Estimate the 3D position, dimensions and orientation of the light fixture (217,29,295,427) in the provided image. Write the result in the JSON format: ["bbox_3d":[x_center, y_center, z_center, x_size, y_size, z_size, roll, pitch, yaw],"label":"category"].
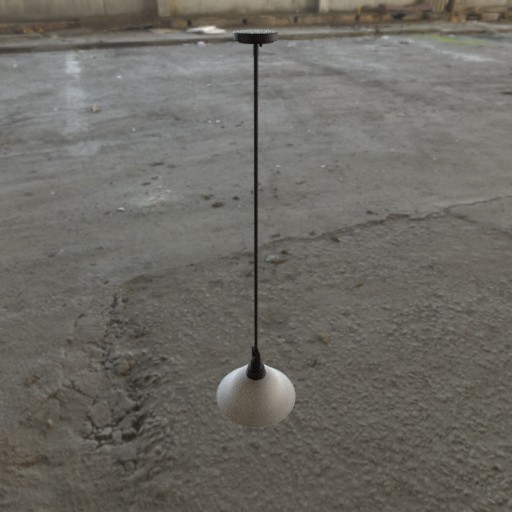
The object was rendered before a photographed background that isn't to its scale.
[{"bbox_3d":[0.000,0.000,1.475,0.324,1.337,0.324,-11,33,-17],"label":"light fixture"}]
